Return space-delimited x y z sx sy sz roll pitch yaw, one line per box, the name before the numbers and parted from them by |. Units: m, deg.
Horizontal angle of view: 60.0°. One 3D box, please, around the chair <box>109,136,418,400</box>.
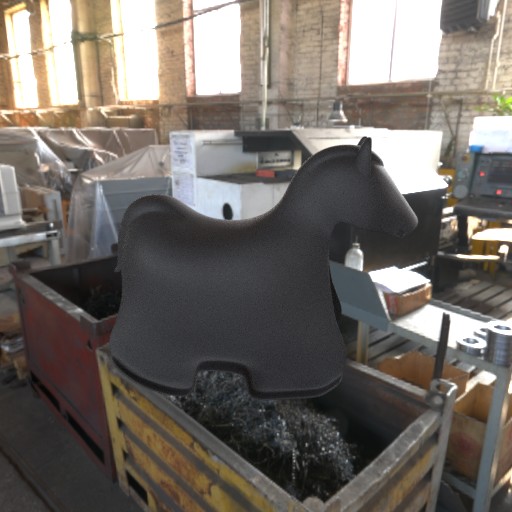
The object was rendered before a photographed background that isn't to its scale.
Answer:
chair | 0.000 0.000 1.174 0.800 0.612 0.429 2 16 8
